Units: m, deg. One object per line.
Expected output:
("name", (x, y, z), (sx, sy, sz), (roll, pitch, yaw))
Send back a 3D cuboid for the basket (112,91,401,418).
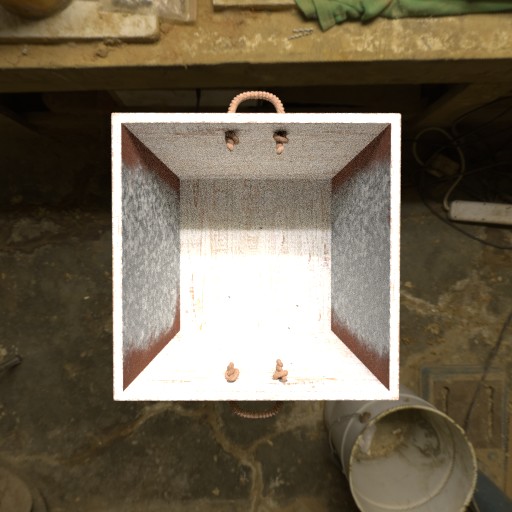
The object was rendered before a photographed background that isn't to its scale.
("basket", (0.000, 0.000, 0.760), (0.413, 0.247, 0.545), (0, 91, 0))
